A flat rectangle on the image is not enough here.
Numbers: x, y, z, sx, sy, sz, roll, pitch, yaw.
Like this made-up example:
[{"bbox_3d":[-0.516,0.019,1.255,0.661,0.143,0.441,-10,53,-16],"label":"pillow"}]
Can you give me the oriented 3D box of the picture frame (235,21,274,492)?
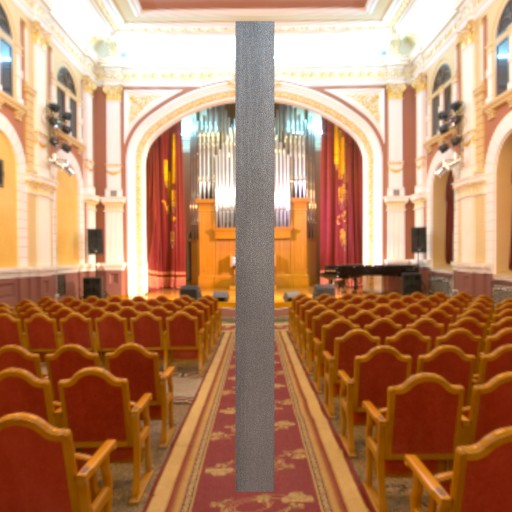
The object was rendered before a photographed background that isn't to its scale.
[{"bbox_3d":[0.000,0.000,0.747,0.046,0.555,0.449,0,0,0],"label":"picture frame"}]
